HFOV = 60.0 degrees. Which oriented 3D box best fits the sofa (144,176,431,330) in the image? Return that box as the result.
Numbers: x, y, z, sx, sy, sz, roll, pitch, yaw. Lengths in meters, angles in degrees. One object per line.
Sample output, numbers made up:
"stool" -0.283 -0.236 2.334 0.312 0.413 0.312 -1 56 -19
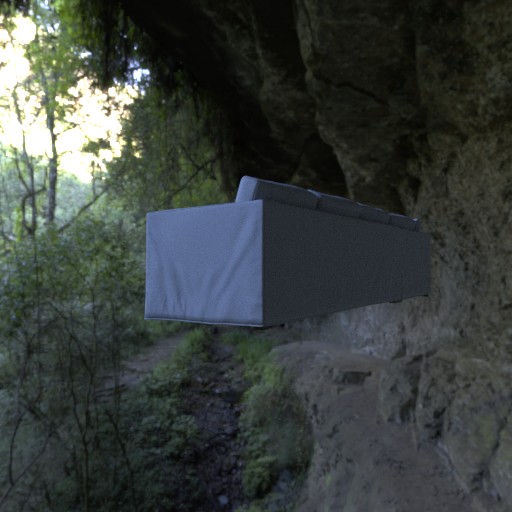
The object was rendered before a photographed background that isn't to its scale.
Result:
"sofa" 0.000 0.000 4.265 2.432 0.871 3.182 -1 -1 36
